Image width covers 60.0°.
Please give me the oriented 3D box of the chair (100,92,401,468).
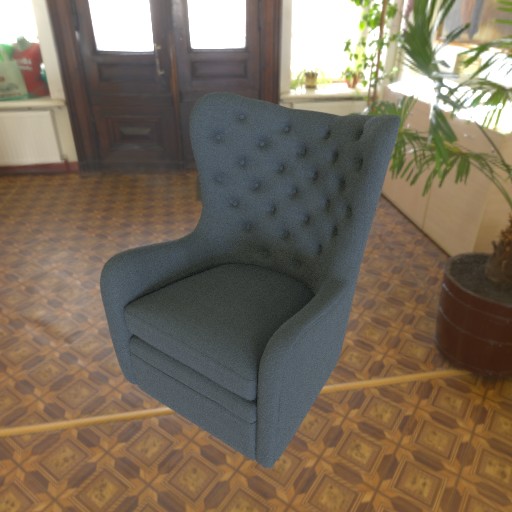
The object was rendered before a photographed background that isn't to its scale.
[{"bbox_3d":[0.000,0.000,1.748,0.831,1.079,0.930,19,36,29],"label":"chair"}]
